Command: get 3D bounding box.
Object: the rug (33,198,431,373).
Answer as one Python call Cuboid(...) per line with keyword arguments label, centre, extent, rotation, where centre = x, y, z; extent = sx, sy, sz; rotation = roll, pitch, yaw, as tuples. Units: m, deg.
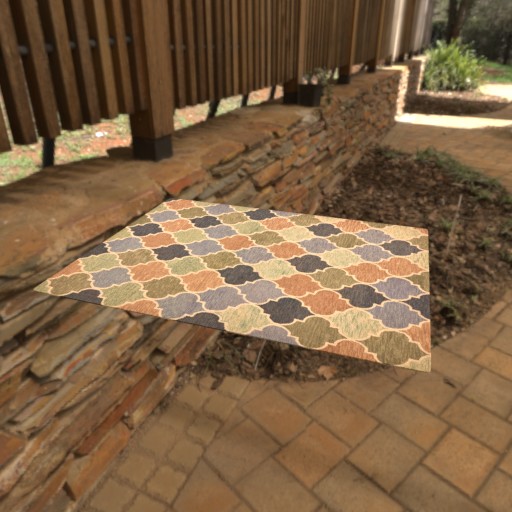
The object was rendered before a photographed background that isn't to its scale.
Cuboid(label="rug", centre=(0.000, 0.000, 4.339), extent=(3.200, 0.013, 2.439), rotation=(9, 28, 17))
